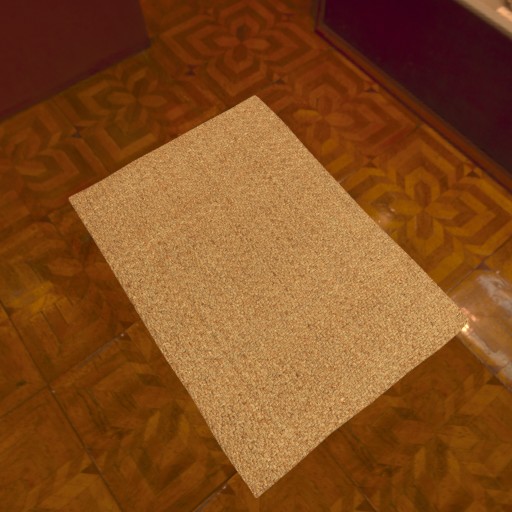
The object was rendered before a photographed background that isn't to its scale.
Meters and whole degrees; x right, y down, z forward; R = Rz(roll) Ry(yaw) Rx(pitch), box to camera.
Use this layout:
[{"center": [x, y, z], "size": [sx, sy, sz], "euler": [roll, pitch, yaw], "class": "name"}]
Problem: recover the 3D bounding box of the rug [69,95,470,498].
[{"center": [0.000, 0.000, 2.726], "size": [1.566, 0.013, 2.141], "euler": [-33, 69, -15], "class": "rug"}]
